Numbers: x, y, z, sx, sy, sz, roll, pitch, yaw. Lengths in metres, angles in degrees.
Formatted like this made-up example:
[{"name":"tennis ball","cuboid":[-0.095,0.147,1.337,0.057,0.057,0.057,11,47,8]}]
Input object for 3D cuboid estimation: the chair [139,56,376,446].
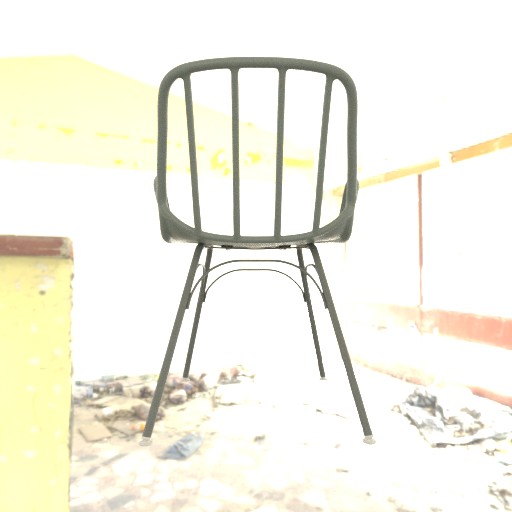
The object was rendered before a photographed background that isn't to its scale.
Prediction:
[{"name":"chair","cuboid":[0.000,0.000,1.200,0.549,0.816,0.597,0,-1,-1]}]
